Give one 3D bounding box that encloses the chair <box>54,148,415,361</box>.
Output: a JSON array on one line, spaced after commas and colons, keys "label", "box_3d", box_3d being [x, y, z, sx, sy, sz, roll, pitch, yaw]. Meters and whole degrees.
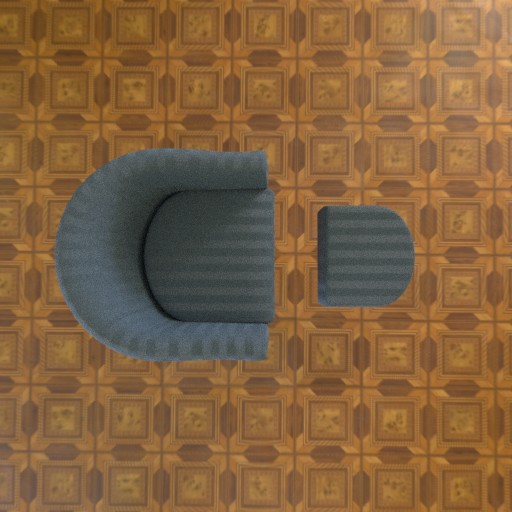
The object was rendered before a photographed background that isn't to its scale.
[{"label": "chair", "box_3d": [0.000, 0.000, 1.774, 1.288, 0.757, 0.756, 0, 89, 1]}]
